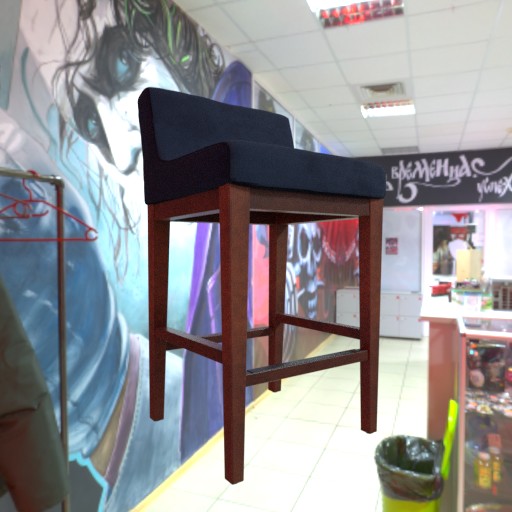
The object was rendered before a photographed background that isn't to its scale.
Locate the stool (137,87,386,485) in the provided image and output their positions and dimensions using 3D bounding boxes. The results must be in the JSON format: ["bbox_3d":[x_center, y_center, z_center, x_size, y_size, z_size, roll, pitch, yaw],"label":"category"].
[{"bbox_3d":[0.000,0.000,1.229,0.511,0.945,0.516,-1,2,-36],"label":"stool"}]
